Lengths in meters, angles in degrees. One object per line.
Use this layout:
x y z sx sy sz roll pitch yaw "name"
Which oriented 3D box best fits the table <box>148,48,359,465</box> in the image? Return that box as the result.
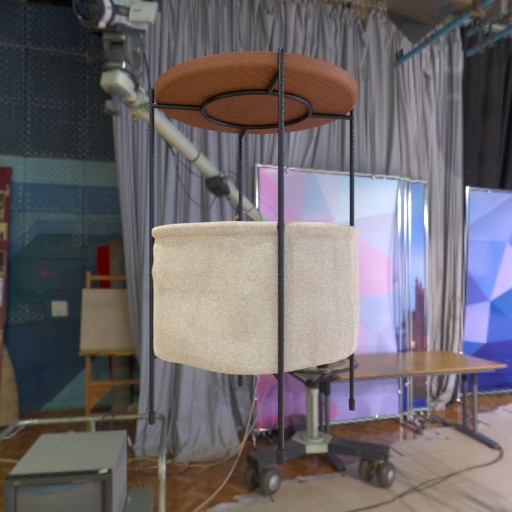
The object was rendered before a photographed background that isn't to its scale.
0.000 0.000 0.861 0.393 0.623 0.393 0 0 34 "table"
